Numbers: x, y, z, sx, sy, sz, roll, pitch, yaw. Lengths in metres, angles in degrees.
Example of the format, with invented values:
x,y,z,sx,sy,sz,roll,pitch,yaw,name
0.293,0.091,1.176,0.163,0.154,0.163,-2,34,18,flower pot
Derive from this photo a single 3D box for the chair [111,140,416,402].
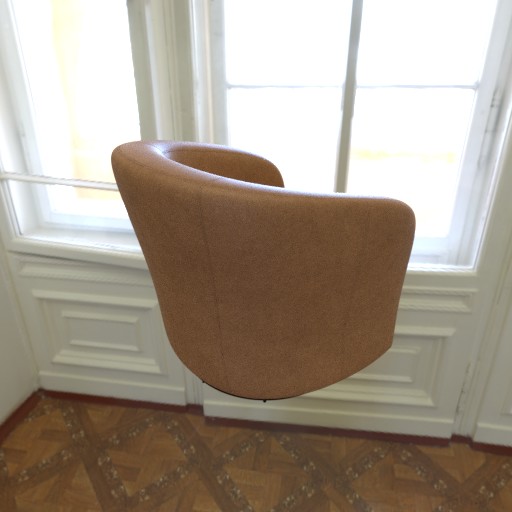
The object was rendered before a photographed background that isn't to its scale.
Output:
x,y,z,sx,sy,sz,roll,pitch,yaw,name
0.000,0.000,1.477,0.815,0.771,0.791,-19,33,-32,chair
